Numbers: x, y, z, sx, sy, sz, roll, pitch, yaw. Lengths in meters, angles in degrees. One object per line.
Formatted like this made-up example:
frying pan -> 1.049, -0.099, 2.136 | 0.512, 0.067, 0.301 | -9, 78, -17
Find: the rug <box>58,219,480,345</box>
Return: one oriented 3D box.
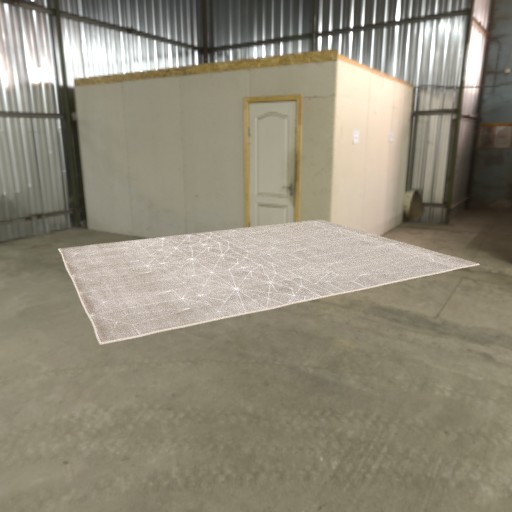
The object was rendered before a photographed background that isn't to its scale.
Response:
rug -> 0.000, 0.000, 4.329 | 3.357, 0.019, 2.449 | -8, 18, -27
